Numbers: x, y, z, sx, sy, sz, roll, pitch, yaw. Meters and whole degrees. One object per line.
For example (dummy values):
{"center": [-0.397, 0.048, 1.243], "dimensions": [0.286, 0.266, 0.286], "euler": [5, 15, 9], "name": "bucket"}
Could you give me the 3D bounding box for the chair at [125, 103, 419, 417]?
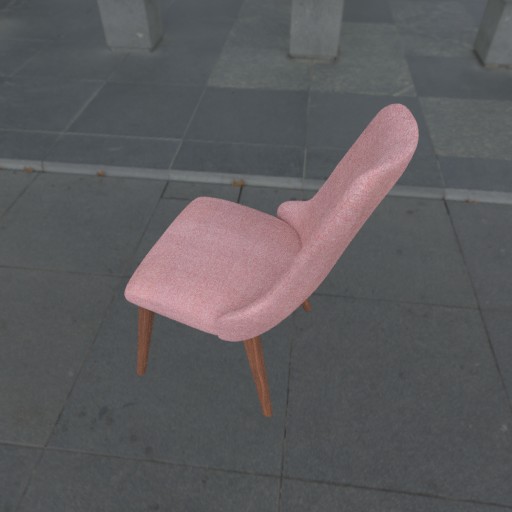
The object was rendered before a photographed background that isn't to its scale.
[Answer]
{"center": [0.000, 0.000, 1.312], "dimensions": [0.707, 0.918, 0.535], "euler": [16, 47, 15], "name": "chair"}
